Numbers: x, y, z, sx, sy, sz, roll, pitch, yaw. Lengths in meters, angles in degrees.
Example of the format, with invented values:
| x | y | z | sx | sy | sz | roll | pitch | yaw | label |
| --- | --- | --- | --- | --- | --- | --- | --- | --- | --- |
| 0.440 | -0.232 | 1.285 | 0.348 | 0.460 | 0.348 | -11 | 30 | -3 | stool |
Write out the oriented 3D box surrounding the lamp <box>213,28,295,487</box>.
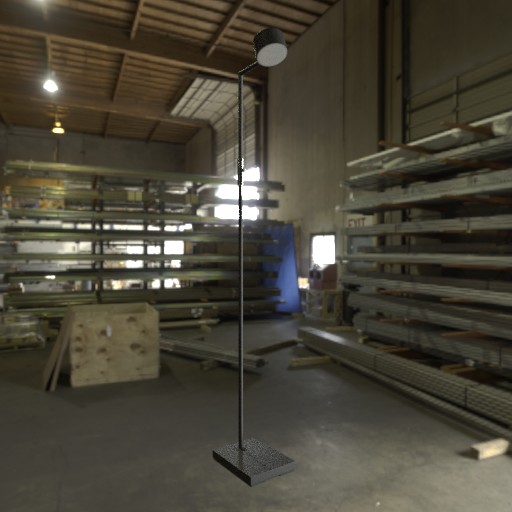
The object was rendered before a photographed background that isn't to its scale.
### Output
| x | y | z | sx | sy | sz | roll | pitch | yaw | label |
| --- | --- | --- | --- | --- | --- | --- | --- | --- | --- |
| 0.000 | 0.000 | 1.670 | 0.203 | 1.600 | 0.304 | 0 | 1 | -36 | lamp |
